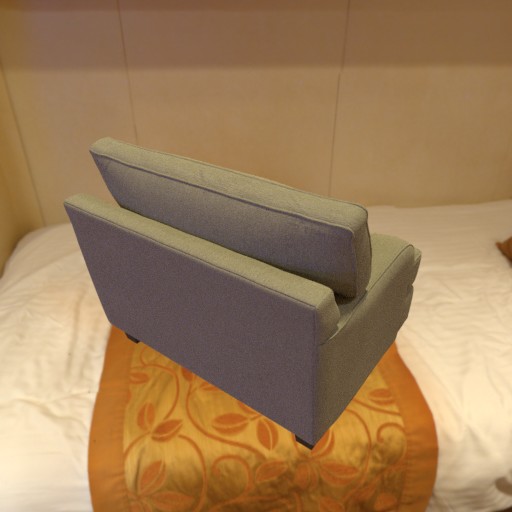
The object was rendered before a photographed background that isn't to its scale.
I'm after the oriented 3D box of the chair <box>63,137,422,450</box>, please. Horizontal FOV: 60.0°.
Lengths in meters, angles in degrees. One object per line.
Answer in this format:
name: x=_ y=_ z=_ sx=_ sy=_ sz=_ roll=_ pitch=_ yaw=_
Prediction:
chair: x=0.000 y=0.000 z=1.994 sx=1.220 sy=1.016 sz=1.041 roll=21 pitch=37 yaw=31
